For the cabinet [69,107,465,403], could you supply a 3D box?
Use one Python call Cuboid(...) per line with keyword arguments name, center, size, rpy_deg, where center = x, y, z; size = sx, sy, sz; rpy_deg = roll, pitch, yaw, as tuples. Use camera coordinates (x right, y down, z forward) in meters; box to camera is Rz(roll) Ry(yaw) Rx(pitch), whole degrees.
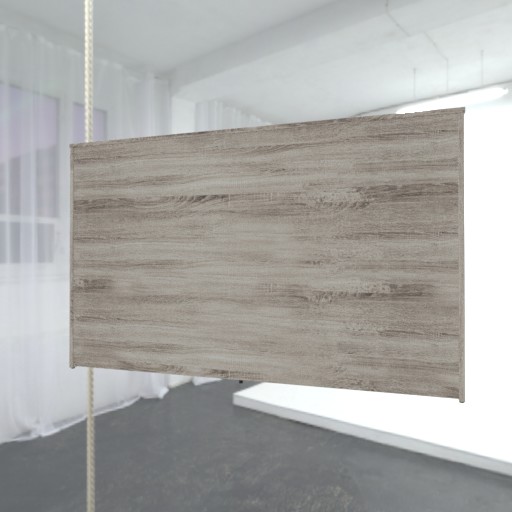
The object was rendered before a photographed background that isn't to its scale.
Cuboid(name="cabinet", center=(0.000, 0.000, 1.740), size=(1.450, 0.900, 0.380), rpy_deg=(0, 0, 17))
